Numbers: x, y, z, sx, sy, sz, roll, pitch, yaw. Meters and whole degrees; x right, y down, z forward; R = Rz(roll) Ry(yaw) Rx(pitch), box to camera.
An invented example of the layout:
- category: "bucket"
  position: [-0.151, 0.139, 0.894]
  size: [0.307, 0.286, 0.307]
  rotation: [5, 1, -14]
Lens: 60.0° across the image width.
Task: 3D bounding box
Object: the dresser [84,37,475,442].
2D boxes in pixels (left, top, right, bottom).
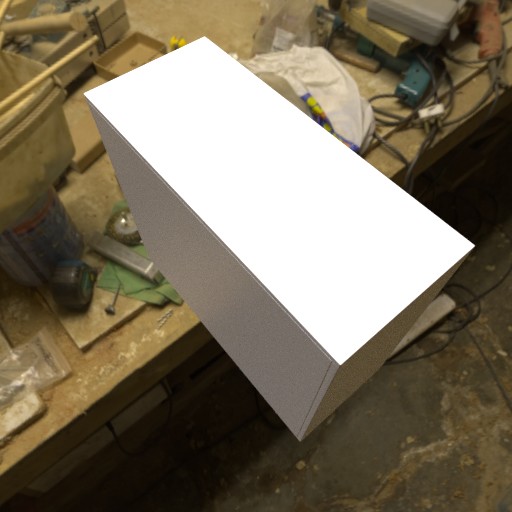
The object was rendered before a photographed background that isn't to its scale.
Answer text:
- category: "dresser"
  position: [0.000, 0.000, 1.637]
  size: [0.460, 1.000, 1.100]
  rotation: [-35, 65, -19]
